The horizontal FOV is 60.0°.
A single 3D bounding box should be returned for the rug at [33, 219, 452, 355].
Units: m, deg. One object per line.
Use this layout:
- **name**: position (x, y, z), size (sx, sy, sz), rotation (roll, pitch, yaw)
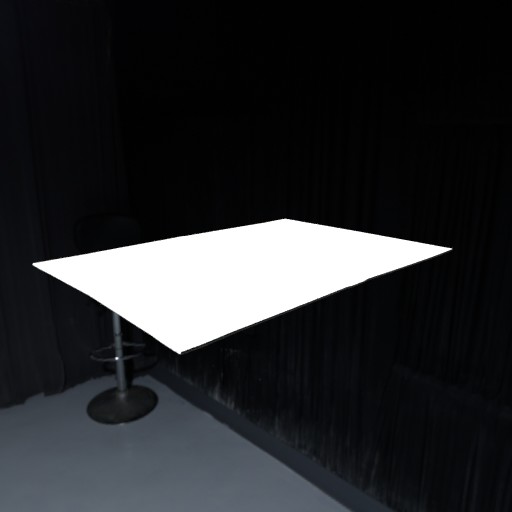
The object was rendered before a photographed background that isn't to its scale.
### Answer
- **rug**: position (0.000, 0.000, 3.678), size (2.869, 0.038, 2.032), rotation (-13, 20, -41)
